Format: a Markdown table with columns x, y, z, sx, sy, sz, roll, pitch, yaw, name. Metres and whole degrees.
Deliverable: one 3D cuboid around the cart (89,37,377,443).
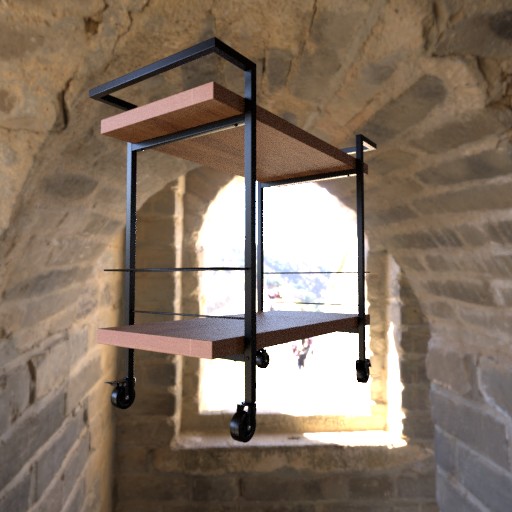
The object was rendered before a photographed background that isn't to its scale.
| x | y | z | sx | sy | sz | roll | pitch | yaw | name |
| --- | --- | --- | --- | --- | --- | --- | --- | --- | --- |
| 0.000 | 0.000 | 1.238 | 0.406 | 0.762 | 0.806 | -2 | -4 | 36 | cart |
